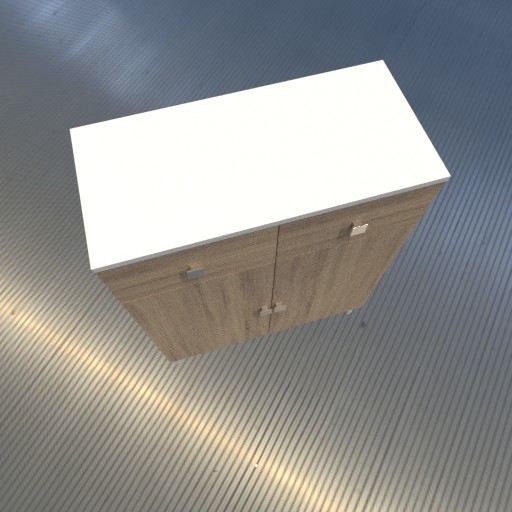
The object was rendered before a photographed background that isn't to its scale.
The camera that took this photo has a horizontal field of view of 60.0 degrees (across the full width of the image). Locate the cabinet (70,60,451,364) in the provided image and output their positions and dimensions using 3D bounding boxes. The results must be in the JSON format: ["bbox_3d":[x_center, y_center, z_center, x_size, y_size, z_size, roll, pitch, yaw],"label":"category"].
[{"bbox_3d":[0.000,0.000,1.129,0.600,0.815,0.296,-15,66,-7],"label":"cabinet"}]
